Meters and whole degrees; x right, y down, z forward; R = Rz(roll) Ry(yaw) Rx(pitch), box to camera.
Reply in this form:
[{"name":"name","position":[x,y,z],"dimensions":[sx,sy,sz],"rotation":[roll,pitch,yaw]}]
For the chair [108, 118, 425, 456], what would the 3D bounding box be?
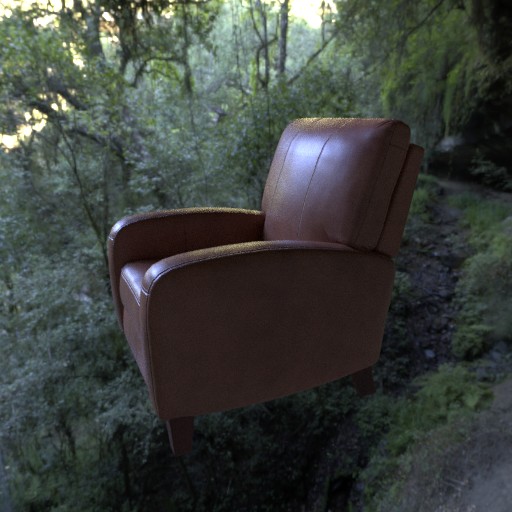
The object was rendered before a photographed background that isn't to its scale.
[{"name":"chair","position":[0.000,0.000,1.666],"dimensions":[0.990,0.990,0.762],"rotation":[-8,19,-24]}]
